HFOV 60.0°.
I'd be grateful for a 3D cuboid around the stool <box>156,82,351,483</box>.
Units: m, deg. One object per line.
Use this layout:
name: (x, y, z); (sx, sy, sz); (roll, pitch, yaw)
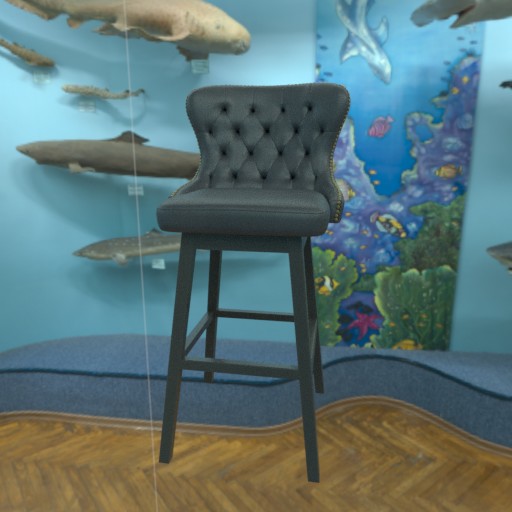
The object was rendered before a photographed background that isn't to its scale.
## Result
stool: (0.000, 0.000, 1.349); (0.528, 1.050, 0.601); (2, 14, 10)
